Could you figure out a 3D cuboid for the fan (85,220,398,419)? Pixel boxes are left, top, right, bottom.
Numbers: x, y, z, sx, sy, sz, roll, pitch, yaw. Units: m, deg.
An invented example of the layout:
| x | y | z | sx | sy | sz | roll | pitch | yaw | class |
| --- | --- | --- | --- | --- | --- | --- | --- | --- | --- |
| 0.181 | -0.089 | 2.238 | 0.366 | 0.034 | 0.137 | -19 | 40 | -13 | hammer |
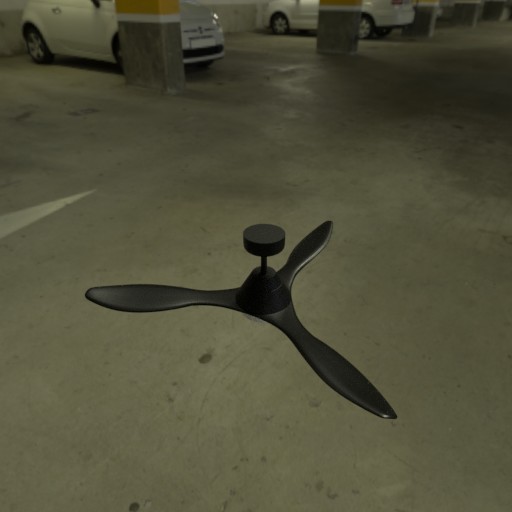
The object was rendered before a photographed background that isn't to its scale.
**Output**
| x | y | z | sx | sy | sz | roll | pitch | yaw | class |
| --- | --- | --- | --- | --- | --- | --- | --- | --- | --- |
| 0.000 | 0.000 | 1.624 | 1.067 | 0.305 | 1.067 | 9 | 32 | 15 | fan |
